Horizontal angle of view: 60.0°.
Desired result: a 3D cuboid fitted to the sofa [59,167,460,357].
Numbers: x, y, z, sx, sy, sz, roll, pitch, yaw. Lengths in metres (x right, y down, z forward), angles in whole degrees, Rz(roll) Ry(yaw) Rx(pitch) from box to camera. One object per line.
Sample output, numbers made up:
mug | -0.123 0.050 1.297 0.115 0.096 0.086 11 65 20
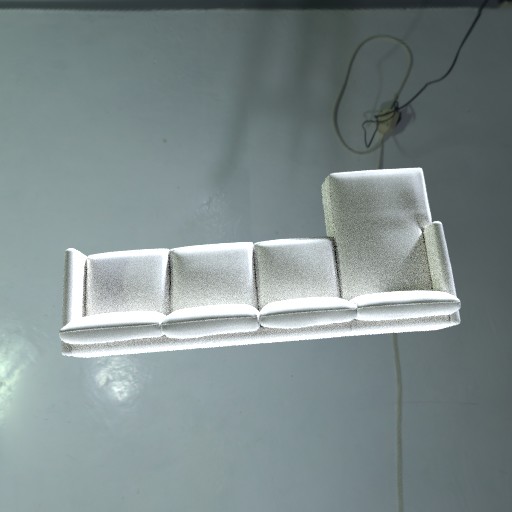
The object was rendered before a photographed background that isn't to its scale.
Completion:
sofa | 0.000 0.000 3.833 3.186 0.875 1.467 -4 75 -1
